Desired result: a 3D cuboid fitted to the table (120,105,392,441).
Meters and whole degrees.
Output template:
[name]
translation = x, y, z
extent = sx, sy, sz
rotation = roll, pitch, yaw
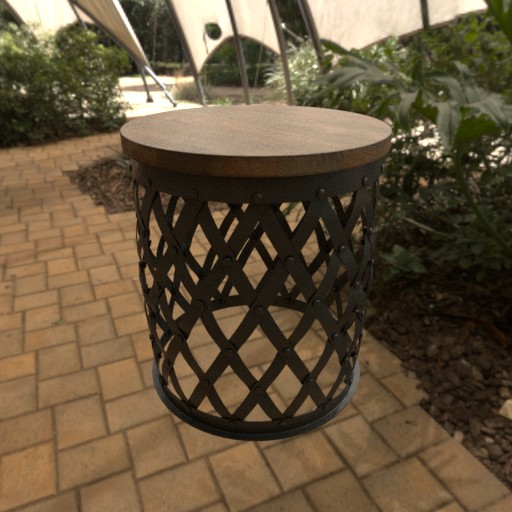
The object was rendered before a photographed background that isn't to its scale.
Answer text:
[table]
translation = 0.000, 0.000, 0.782
extent = 0.405, 0.454, 0.405
rotation = 0, 27, 0
